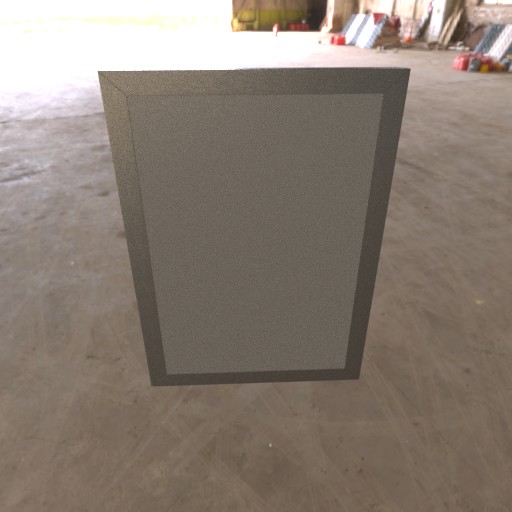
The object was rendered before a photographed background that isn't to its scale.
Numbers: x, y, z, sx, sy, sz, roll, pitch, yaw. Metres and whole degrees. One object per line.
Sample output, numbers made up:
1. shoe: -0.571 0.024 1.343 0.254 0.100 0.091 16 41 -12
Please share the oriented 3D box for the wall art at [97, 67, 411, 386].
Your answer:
1. wall art: 0.000 0.000 0.672 0.376 0.529 0.013 -1 31 -2
